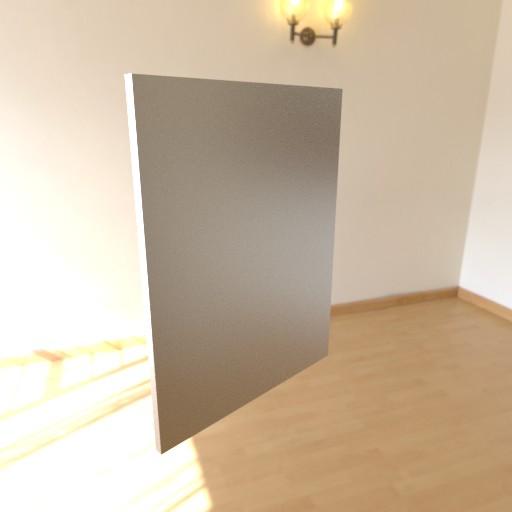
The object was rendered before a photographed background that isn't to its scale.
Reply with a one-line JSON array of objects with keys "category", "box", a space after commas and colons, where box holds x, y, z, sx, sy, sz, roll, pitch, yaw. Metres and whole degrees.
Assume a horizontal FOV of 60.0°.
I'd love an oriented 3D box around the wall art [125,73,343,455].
[{"category": "wall art", "box": [0.000, 0.000, 1.436, 0.816, 1.046, 0.030, -16, 24, -42]}]
